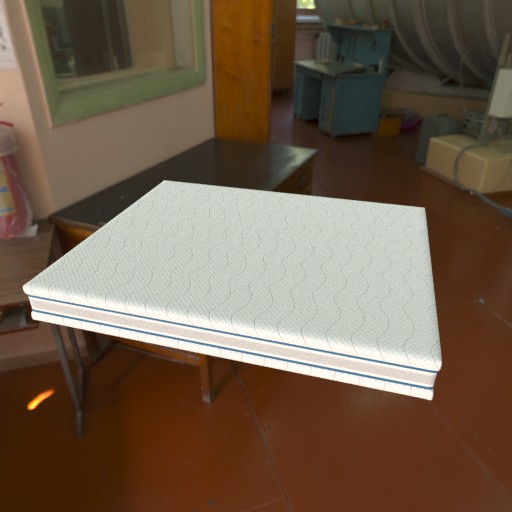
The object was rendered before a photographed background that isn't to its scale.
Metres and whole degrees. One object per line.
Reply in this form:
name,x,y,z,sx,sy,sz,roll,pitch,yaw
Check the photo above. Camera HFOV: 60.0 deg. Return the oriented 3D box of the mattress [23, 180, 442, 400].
mattress,0.000,0.000,2.715,2.000,0.230,1.600,8,31,14
